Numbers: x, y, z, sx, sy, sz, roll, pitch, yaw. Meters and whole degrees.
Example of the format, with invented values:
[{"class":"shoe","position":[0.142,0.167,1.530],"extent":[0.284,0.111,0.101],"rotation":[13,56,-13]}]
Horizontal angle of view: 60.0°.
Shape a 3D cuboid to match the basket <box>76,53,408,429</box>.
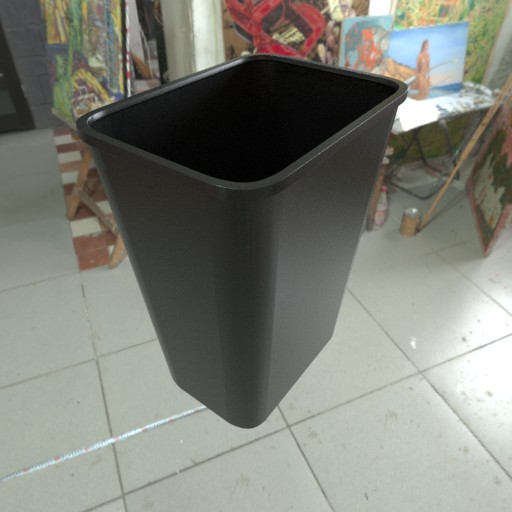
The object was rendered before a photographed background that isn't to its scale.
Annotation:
[{"class":"basket","position":[0.000,0.000,0.739],"extent":[0.287,0.521,0.394],"rotation":[26,46,28]}]
